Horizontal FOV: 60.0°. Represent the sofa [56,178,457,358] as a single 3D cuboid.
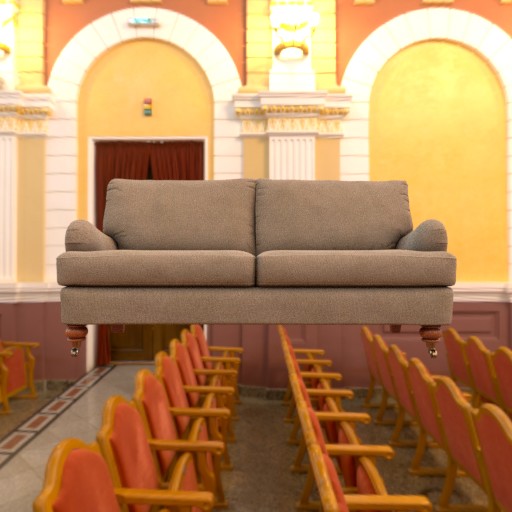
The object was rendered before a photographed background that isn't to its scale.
[{"bbox_3d":[0.000,0.000,2.856,2.193,1.096,1.069,0,0,1],"label":"sofa"}]
